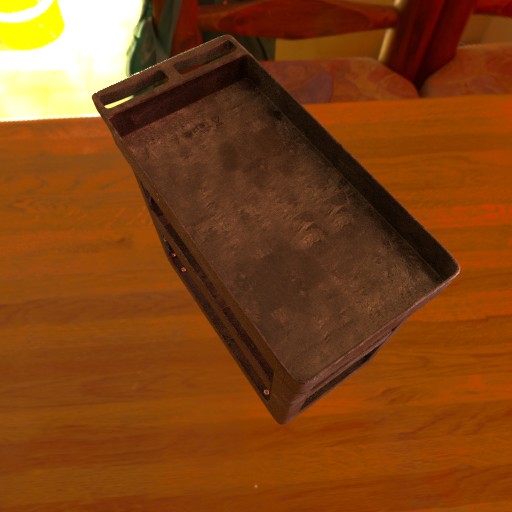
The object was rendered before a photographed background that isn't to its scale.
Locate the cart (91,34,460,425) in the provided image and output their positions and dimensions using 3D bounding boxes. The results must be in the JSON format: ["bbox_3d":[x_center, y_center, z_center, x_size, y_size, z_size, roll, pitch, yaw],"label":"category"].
[{"bbox_3d":[0.000,0.000,1.360,0.420,0.824,0.877,-31,67,-15],"label":"cart"}]
